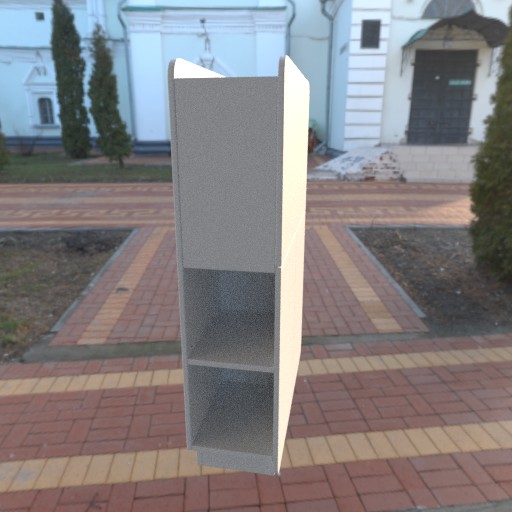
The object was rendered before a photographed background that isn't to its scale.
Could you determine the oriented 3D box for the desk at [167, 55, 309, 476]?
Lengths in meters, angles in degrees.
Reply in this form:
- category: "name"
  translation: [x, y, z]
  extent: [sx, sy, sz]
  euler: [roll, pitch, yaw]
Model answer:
- category: "desk"
  translation: [0.000, 0.000, 1.548]
  extent: [0.278, 1.190, 0.795]
  euler: [3, 17, 10]
